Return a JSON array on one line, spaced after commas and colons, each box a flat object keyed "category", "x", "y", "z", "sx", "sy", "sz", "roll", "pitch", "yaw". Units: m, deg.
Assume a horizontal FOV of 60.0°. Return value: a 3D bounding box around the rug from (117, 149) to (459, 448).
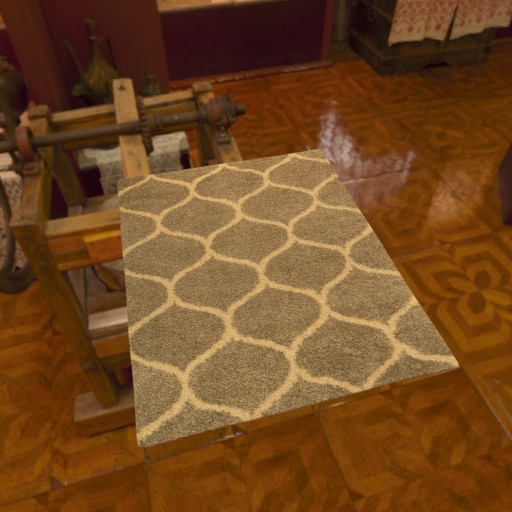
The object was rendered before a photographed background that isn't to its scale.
[{"category": "rug", "x": 0.000, "y": 0.000, "z": 4.122, "sx": 2.399, "sy": 0.026, "sz": 3.000, "roll": -11, "pitch": 48, "yaw": -10}]
